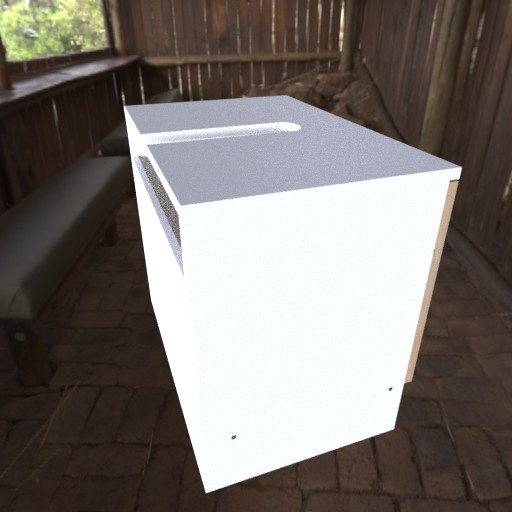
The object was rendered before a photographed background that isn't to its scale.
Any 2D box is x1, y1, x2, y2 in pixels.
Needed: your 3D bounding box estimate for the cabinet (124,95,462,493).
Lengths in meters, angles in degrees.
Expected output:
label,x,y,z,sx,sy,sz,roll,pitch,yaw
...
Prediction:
label,x,y,z,sx,sy,sz,roll,pitch,yaw
cabinet,0.000,0.000,0.923,0.400,0.522,0.600,-10,31,-18
